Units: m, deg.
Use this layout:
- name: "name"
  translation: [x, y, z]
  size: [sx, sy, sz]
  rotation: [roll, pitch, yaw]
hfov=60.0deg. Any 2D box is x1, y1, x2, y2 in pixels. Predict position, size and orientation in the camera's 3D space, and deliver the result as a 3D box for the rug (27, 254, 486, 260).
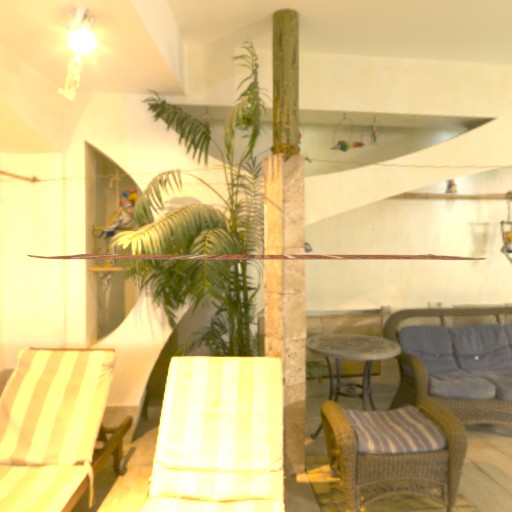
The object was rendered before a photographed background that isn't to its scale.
- name: "rug"
  translation: [0.000, 0.000, 2.740]
  size: [2.444, 0.030, 0.799]
  rotation: [0, 1, 1]
